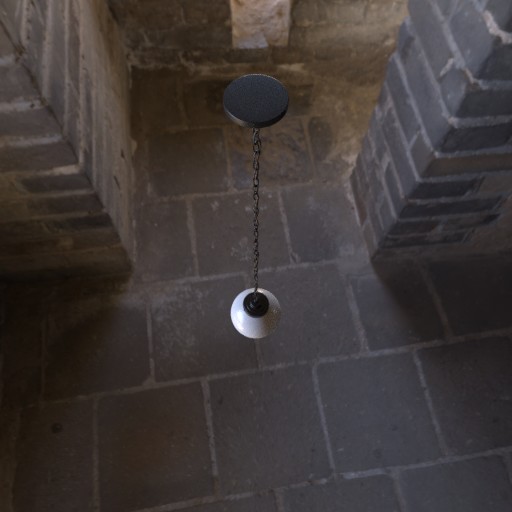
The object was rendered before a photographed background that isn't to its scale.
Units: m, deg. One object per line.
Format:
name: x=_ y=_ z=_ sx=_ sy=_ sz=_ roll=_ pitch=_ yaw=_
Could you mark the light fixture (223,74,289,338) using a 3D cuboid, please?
light fixture: x=0.000 y=0.000 z=1.992 sx=0.304 sy=1.867 sz=0.305 roll=32 pitch=68 yaw=14
